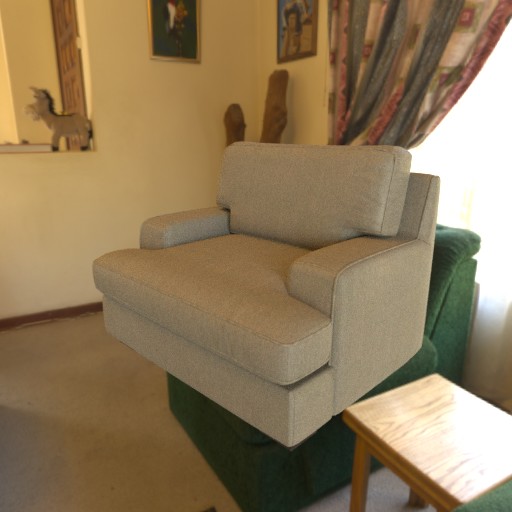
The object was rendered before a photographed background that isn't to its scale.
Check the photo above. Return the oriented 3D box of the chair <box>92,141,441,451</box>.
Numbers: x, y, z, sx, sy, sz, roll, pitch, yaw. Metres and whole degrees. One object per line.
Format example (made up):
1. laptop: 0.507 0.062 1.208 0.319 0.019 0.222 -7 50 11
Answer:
1. chair: 0.000 0.000 2.004 1.270 0.974 1.043 15 22 42
